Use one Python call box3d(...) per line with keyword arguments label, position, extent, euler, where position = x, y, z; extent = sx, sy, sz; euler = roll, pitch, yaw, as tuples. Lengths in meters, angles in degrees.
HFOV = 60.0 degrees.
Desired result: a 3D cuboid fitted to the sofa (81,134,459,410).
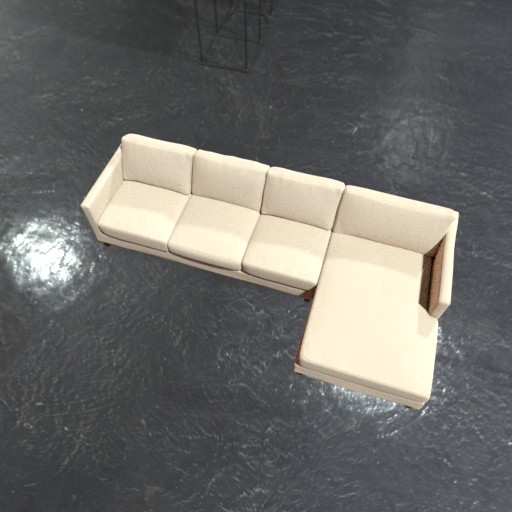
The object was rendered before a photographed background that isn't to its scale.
box3d(label="sofa", position=(0.000, 0.000, 3.878), extent=(3.186, 0.861, 1.625), euler=(15, 59, 9))
